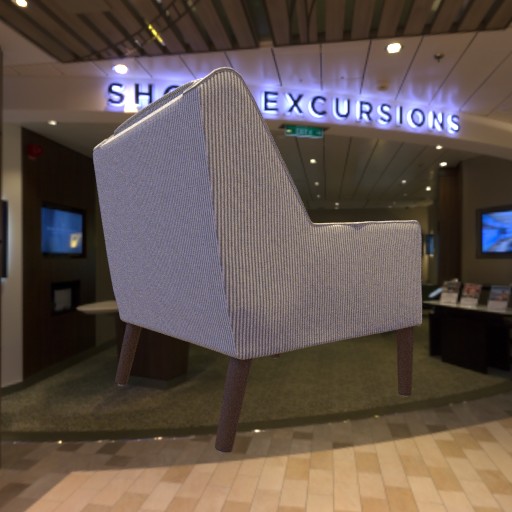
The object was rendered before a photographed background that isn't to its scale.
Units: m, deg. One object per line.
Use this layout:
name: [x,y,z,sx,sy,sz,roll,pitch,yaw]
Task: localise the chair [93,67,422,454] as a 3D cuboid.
chair: [0.000,0.000,1.295,0.743,0.792,0.663,0,0,-37]
